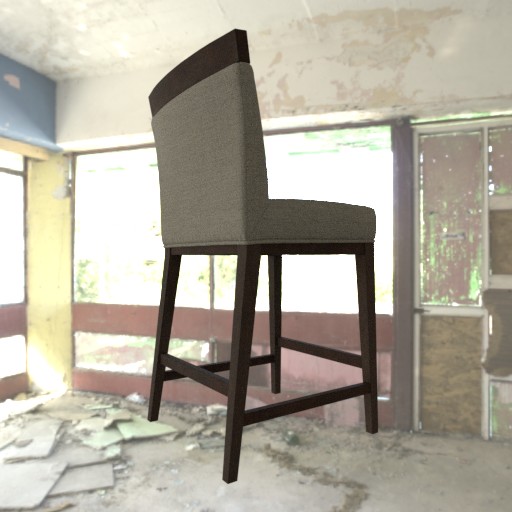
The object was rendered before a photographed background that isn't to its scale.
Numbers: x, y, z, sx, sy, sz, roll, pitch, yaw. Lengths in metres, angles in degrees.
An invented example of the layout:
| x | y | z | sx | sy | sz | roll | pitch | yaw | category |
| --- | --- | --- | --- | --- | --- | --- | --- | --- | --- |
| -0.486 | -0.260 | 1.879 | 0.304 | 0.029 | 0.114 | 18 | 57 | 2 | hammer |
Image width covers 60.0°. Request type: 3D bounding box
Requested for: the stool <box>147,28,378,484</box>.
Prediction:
| x | y | z | sx | sy | sz | roll | pitch | yaw | category |
| --- | --- | --- | --- | --- | --- | --- | --- | --- | --- |
| 0.000 | 0.000 | 1.315 | 0.531 | 1.009 | 0.512 | 0 | 0 | -35 | stool |
